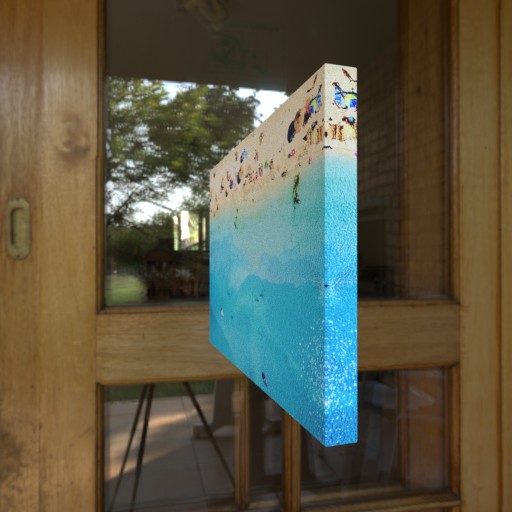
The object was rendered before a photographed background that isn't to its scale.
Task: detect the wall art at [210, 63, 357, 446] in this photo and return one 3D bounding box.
[{"bbox_3d":[0.000,0.000,1.121,0.057,0.595,0.894,0,0,-17],"label":"wall art"}]
